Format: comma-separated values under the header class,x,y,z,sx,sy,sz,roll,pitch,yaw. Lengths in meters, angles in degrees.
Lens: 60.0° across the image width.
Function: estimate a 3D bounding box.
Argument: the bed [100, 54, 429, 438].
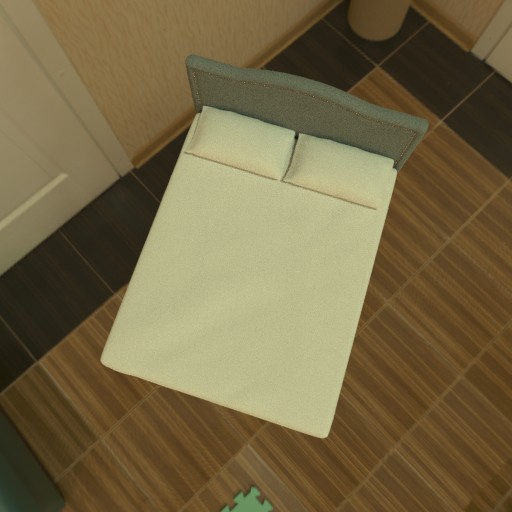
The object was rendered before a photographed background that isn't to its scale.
class,x,y,z,sx,sy,sz,roll,pitch,yaw
bed,0.000,0.000,3.914,2.161,1.457,2.689,17,77,4
